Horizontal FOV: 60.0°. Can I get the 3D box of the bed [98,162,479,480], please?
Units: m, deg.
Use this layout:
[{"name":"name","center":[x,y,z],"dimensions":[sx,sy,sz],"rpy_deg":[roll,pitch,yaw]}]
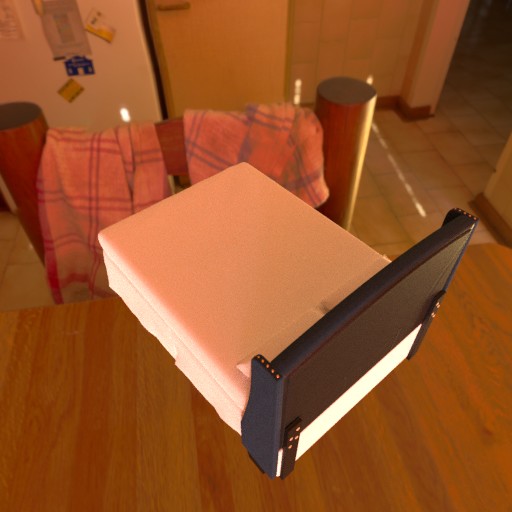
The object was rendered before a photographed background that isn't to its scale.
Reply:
[{"name":"bed","center":[0.000,0.000,3.226],"dimensions":[1.604,1.402,2.223],"rpy_deg":[-32,54,-27]}]
